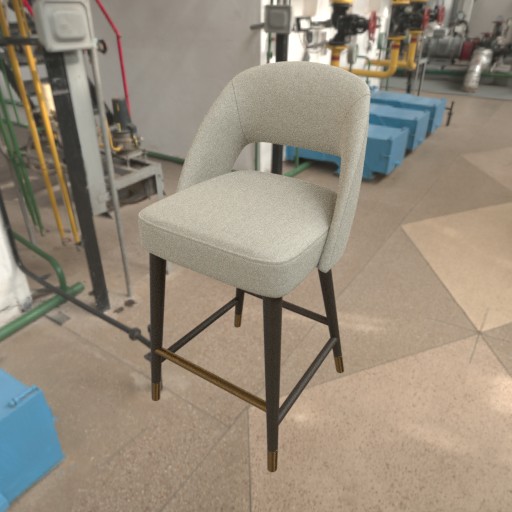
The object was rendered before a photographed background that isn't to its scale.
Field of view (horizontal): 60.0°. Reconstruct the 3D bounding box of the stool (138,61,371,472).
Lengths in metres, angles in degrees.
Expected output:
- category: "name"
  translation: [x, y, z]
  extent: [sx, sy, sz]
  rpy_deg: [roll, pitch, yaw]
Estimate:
- category: "stool"
  translation: [0.000, 0.000, 1.220]
  extent: [0.494, 0.940, 0.509]
  rpy_deg: [19, 35, 29]
